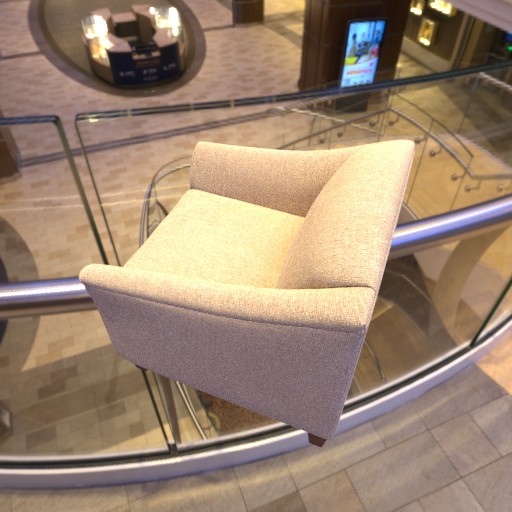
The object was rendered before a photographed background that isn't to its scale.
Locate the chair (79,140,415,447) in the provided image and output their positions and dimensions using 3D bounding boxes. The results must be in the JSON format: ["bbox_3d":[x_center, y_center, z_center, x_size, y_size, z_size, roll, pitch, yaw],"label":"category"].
[{"bbox_3d":[0.000,0.000,1.450,0.787,0.839,0.763,16,48,15],"label":"chair"}]
